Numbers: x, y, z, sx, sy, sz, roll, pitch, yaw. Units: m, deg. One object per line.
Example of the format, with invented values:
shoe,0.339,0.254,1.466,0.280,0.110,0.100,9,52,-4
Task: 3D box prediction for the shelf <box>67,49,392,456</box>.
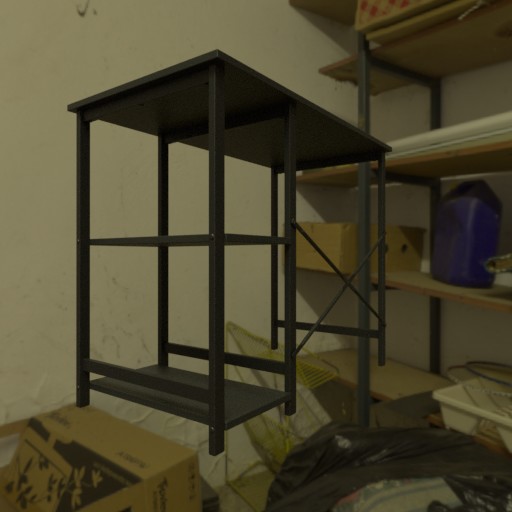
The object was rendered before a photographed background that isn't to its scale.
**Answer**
shelf,0.000,0.000,1.312,0.498,0.749,0.902,0,0,37
